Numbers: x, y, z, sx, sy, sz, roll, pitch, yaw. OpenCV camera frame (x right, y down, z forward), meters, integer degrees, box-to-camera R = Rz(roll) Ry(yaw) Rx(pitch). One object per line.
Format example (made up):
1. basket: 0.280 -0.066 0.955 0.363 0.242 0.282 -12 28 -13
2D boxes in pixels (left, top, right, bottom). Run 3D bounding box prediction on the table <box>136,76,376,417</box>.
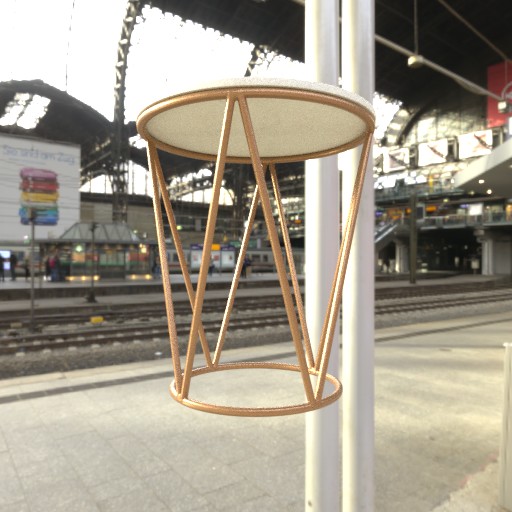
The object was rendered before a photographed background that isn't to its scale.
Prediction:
1. table: 0.000 0.000 0.950 0.500 0.564 0.500 0 -1 0
